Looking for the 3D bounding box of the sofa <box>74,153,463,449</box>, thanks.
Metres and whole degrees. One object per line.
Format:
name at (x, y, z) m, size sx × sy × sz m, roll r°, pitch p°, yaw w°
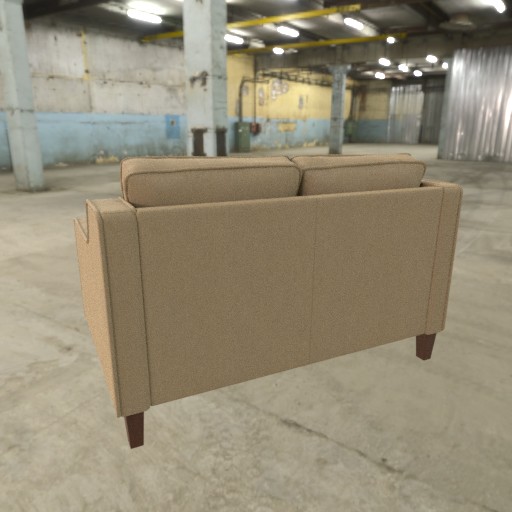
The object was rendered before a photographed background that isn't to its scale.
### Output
sofa at (0.000, 0.000, 2.089) m, size 1.501 × 0.971 × 0.987 m, roll -8°, pitch 17°, yaw -25°
